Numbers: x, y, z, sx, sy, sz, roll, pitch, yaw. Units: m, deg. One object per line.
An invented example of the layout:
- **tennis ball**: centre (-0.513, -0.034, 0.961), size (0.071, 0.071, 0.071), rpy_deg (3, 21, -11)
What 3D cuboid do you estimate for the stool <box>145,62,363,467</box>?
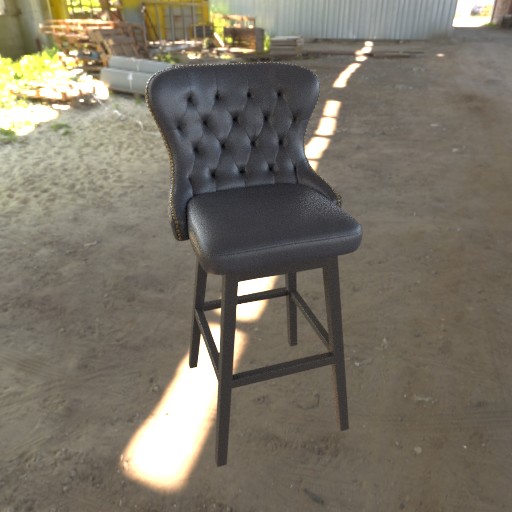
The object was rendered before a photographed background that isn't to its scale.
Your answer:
- **stool**: centre (0.000, 0.000, 1.374), size (0.528, 1.050, 0.601), rpy_deg (-9, 31, -16)
